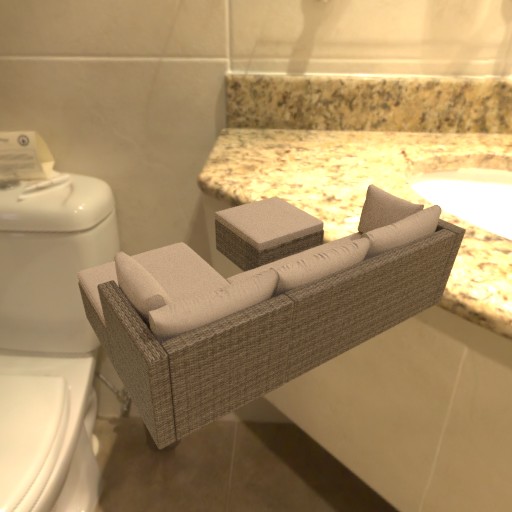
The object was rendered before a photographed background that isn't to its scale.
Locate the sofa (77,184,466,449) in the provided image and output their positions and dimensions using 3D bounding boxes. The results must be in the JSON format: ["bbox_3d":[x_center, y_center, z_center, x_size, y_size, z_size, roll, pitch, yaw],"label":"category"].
[{"bbox_3d":[0.000,0.000,3.071,2.192,0.766,1.662,-19,35,-29],"label":"sofa"}]
